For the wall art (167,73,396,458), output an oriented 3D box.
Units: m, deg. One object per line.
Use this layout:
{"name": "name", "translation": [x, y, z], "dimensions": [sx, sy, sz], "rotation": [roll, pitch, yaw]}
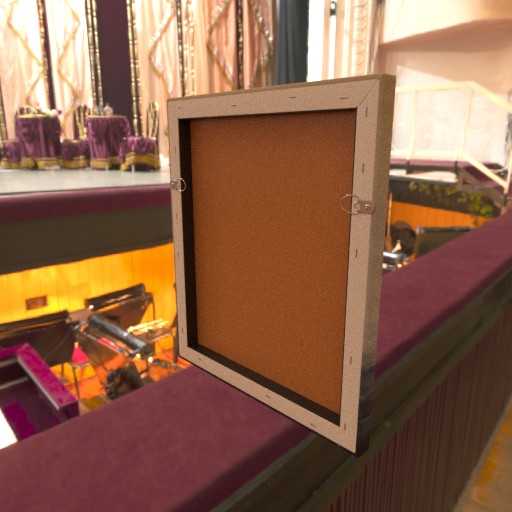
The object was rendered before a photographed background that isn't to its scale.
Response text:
{"name": "wall art", "translation": [0.000, 0.000, 1.002], "dimensions": [0.041, 0.710, 0.608], "rotation": [-14, 20, -43]}
